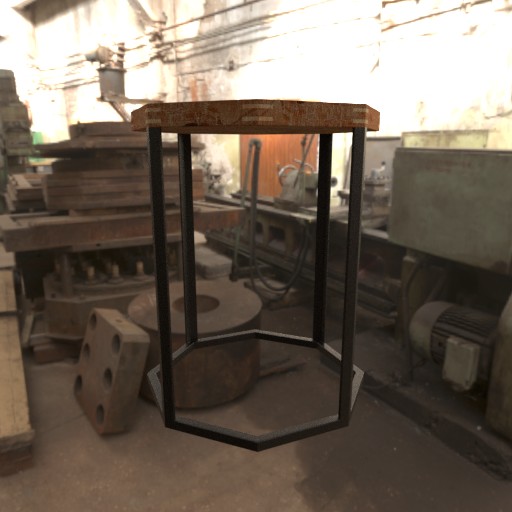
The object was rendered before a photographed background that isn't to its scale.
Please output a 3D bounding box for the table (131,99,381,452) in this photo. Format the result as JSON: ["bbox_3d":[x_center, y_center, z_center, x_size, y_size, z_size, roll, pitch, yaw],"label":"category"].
[{"bbox_3d":[0.000,0.000,0.877,0.458,0.543,0.458,13,19,43],"label":"table"}]
